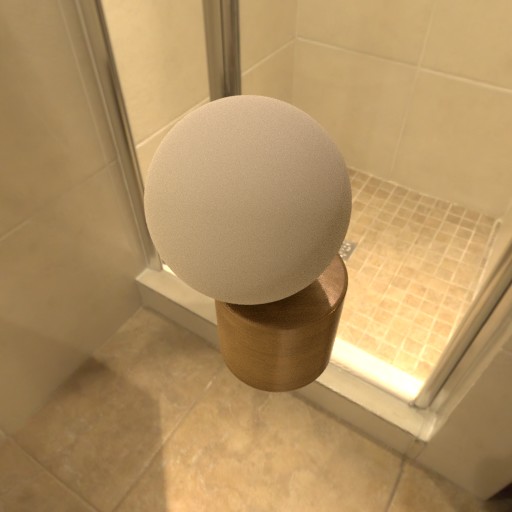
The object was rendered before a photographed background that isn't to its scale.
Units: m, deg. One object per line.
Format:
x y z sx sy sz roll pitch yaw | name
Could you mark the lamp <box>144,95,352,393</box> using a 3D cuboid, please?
0.000 0.000 0.349 0.152 0.250 0.141 -3 47 -3 | lamp
